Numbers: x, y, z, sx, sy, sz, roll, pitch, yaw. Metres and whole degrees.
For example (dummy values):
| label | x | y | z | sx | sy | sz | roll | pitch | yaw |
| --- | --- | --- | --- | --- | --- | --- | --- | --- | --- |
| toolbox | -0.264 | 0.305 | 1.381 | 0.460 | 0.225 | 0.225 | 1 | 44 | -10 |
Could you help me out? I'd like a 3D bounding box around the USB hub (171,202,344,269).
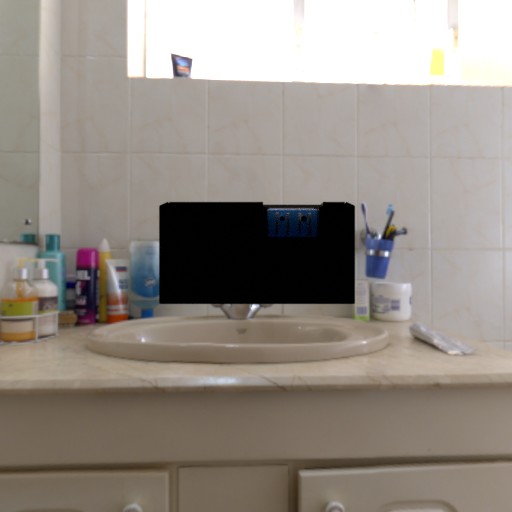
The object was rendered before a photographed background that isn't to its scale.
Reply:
| label | x | y | z | sx | sy | sz | roll | pitch | yaw |
| --- | --- | --- | --- | --- | --- | --- | --- | --- | --- |
| USB hub | 0.000 | 0.000 | 0.130 | 0.044 | 0.023 | 0.110 | 0 | -1 | 0 |
